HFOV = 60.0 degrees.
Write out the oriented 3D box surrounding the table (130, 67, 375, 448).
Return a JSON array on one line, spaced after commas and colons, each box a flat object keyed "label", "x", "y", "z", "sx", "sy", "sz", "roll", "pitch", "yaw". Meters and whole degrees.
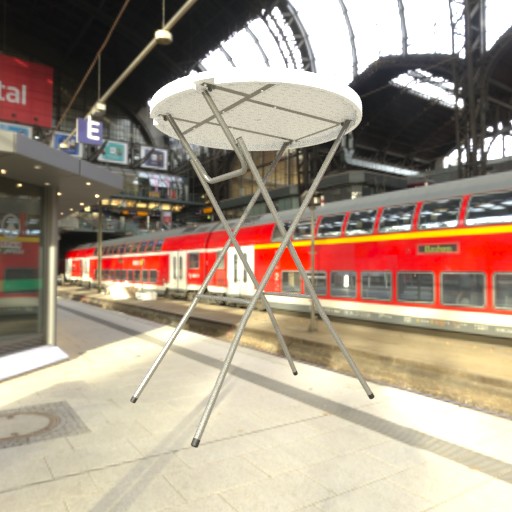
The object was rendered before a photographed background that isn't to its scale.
[{"label": "table", "x": 0.000, "y": 0.000, "z": 1.692, "sx": 0.795, "sy": 1.105, "sz": 0.792, "roll": 1, "pitch": -2, "yaw": -35}]
